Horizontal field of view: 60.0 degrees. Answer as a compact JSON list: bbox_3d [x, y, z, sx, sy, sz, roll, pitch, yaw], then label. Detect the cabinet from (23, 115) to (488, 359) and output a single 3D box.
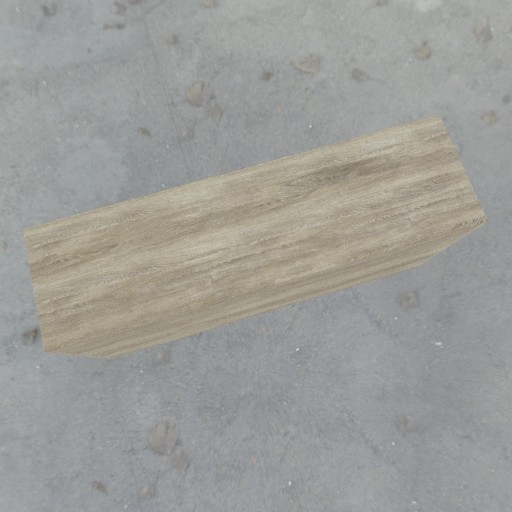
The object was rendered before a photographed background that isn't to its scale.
[{"bbox_3d":[0.000,0.000,2.004,1.600,0.870,0.450,-16,76,-4],"label":"cabinet"}]
